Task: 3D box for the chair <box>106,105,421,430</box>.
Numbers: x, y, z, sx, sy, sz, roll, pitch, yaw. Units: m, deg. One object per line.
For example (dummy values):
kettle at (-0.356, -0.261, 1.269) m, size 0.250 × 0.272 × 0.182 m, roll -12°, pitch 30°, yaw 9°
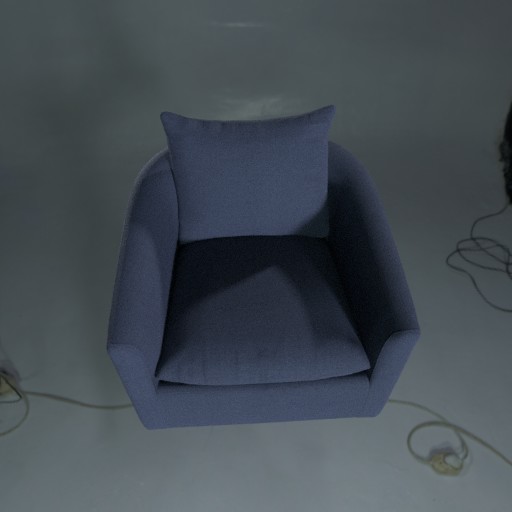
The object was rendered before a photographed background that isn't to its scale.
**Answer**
chair at (0.000, 0.000, 1.564) m, size 0.845 × 0.848 × 0.910 m, roll -2°, pitch 46°, yaw -2°
